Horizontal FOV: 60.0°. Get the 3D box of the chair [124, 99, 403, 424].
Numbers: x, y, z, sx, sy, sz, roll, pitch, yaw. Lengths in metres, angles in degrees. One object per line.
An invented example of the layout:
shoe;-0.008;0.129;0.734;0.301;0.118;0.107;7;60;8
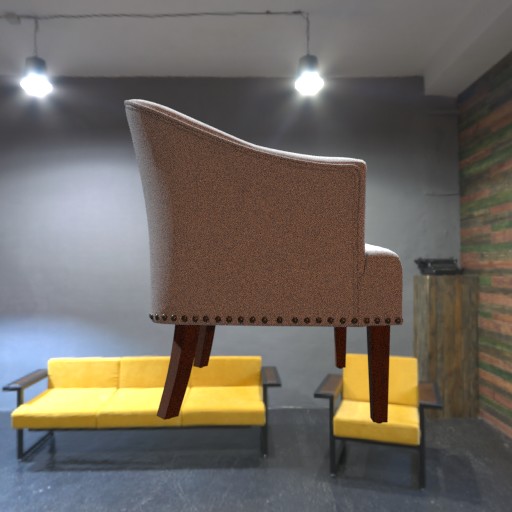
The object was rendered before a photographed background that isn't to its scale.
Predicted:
chair;0.000;0.000;1.375;0.704;0.815;0.798;0;-2;2
